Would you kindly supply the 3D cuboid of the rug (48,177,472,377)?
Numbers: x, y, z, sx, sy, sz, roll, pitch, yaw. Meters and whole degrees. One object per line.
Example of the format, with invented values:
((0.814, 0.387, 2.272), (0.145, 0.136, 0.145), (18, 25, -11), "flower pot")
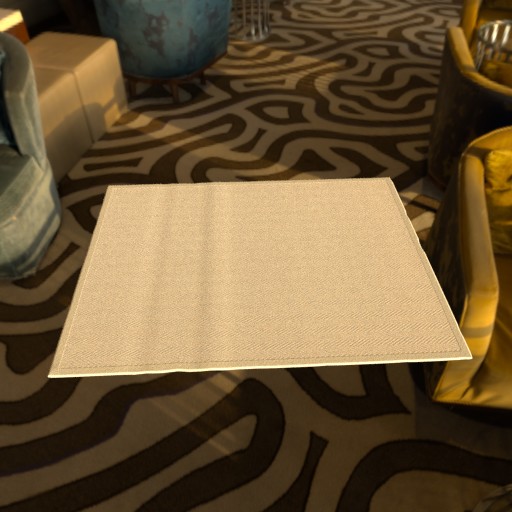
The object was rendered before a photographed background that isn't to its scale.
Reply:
((0.000, 0.000, 4.769), (3.659, 0.037, 2.734), (-2, 45, -2), "rug")
